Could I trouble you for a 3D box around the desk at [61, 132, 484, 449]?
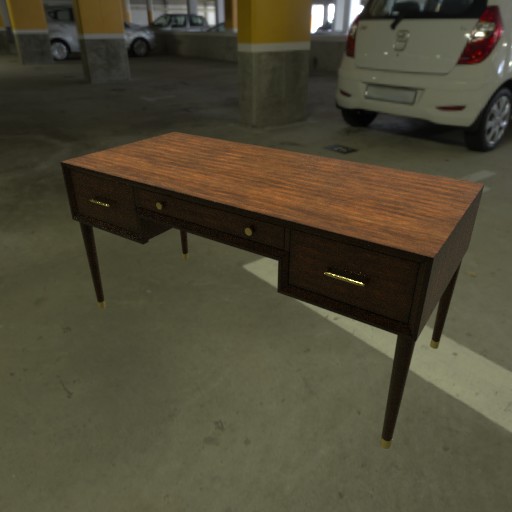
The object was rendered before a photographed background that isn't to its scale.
[{"bbox_3d":[0.000,0.000,1.962,1.575,0.762,0.724,18,33,30],"label":"desk"}]
